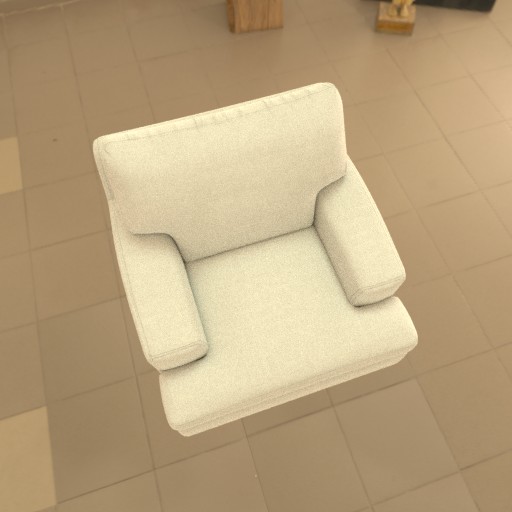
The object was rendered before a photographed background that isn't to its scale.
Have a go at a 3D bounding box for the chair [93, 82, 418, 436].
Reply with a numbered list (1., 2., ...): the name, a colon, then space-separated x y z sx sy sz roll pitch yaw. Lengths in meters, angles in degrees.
1. chair: 0.000 0.000 1.949 1.140 0.930 1.158 -17 65 -8
